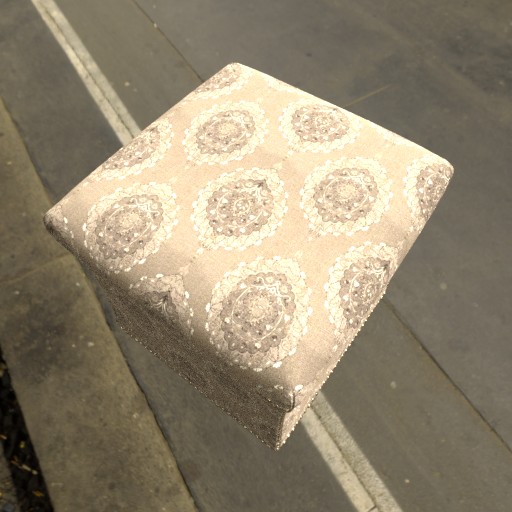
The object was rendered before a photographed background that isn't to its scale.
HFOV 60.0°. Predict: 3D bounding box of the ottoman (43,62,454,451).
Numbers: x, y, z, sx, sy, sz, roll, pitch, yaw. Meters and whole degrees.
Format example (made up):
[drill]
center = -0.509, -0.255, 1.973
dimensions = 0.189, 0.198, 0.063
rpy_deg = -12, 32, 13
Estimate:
[ottoman]
center = 0.000, 0.000, 0.881
dimensions = 0.497, 0.473, 0.507
rpy_deg = 33, 64, 18
